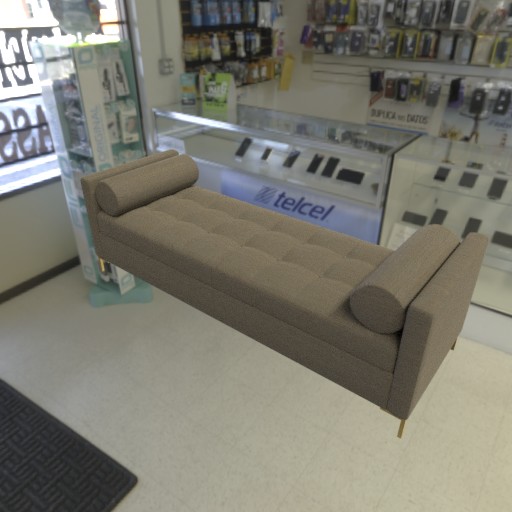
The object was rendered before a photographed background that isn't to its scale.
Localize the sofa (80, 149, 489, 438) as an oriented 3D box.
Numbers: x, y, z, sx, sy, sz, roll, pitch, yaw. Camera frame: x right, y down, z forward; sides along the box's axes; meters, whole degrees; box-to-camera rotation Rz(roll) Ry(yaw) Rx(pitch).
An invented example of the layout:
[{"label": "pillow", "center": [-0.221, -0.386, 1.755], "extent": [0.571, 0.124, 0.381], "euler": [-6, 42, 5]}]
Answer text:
[{"label": "sofa", "center": [0.000, 0.000, 2.315], "extent": [1.981, 0.635, 0.686], "euler": [22, 37, 32]}]
